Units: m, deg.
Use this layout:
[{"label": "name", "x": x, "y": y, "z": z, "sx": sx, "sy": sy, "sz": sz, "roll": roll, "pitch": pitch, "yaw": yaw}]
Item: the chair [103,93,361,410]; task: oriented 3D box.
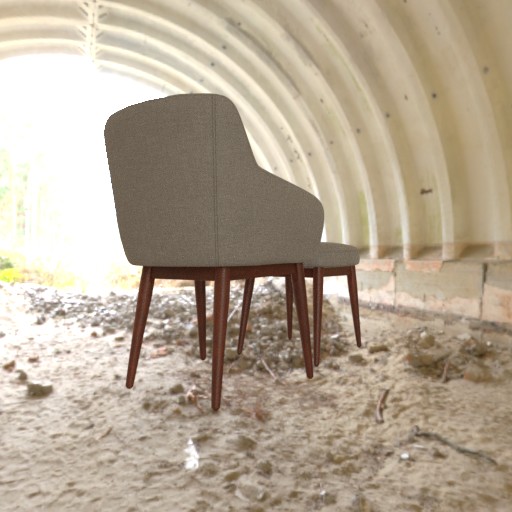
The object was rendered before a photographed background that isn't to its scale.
[{"label": "chair", "x": 0.000, "y": 0.000, "z": 1.591, "sx": 0.584, "sy": 0.799, "sz": 1.107, "roll": 0, "pitch": 0, "yaw": 34}]
